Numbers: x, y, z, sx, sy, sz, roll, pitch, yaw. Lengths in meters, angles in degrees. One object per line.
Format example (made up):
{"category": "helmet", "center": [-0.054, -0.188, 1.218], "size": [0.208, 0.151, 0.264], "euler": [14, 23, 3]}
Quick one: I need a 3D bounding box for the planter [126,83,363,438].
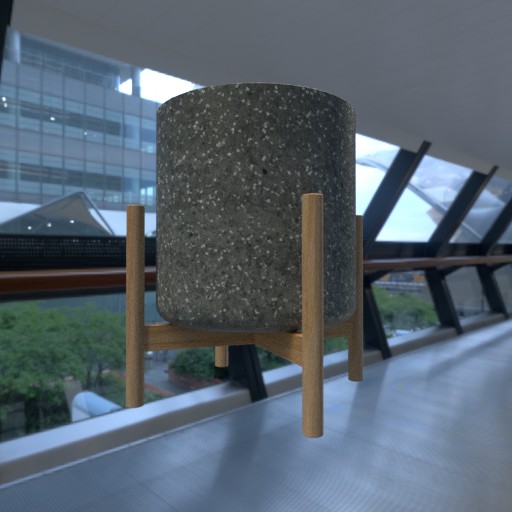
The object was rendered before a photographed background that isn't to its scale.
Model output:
{"category": "planter", "center": [0.000, 0.000, 0.688], "size": [0.360, 0.419, 0.360], "euler": [0, -1, 1]}
